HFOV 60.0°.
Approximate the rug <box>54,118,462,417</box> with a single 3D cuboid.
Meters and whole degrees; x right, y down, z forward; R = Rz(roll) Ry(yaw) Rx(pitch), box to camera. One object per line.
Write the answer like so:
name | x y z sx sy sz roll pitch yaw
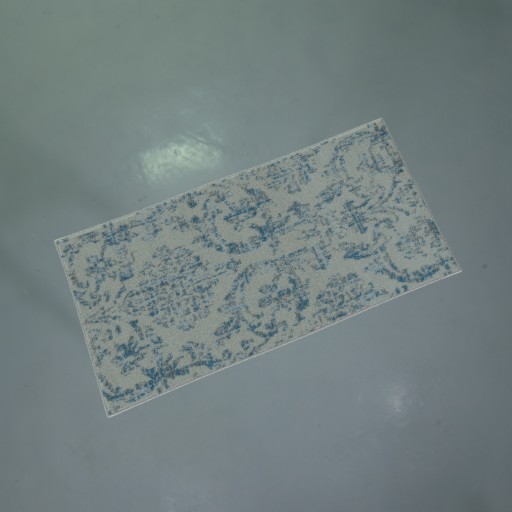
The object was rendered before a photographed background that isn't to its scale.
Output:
rug | 0.000 0.000 1.469 1.220 0.007 0.605 -21 78 -5
